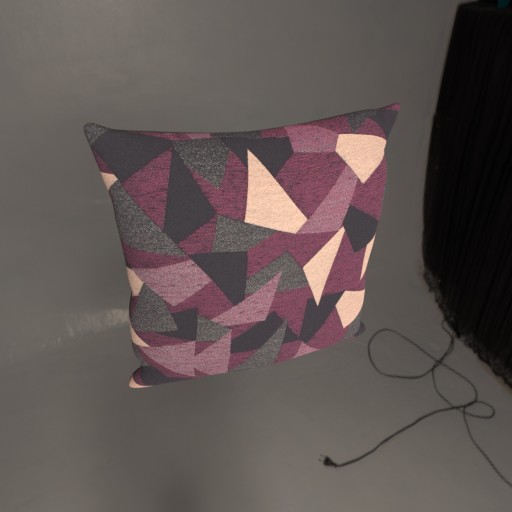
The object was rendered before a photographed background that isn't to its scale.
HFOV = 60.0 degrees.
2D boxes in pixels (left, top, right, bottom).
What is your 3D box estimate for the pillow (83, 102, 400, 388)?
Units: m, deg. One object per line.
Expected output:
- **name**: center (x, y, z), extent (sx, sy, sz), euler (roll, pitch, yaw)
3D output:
- **pillow**: center (0.000, 0.000, 0.774), extent (0.503, 0.496, 0.208), euler (-10, 33, -15)
